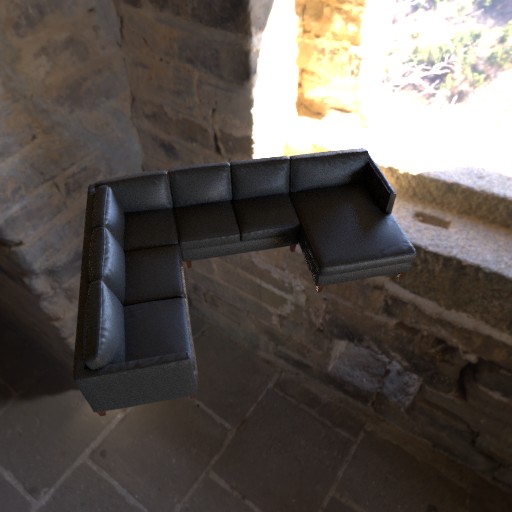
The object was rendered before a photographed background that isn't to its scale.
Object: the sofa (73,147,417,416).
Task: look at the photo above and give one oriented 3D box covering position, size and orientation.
[{"bbox_3d":[0.000,0.000,4.713,3.460,0.923,2.593,-9,47,-8],"label":"sofa"}]
